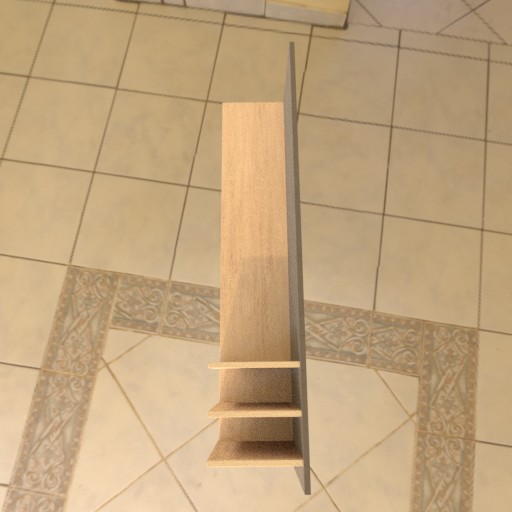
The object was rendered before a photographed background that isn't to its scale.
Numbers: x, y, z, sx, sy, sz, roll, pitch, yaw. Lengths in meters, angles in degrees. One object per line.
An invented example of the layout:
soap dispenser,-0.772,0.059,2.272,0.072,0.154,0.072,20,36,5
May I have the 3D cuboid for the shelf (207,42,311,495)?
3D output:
shelf,0.000,0.000,1.117,0.200,0.300,1.020,-1,75,0
